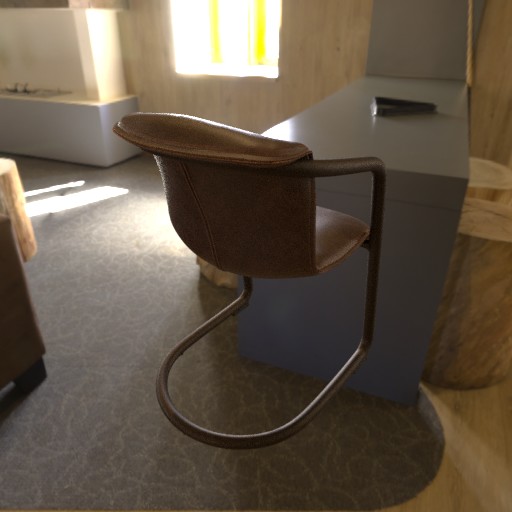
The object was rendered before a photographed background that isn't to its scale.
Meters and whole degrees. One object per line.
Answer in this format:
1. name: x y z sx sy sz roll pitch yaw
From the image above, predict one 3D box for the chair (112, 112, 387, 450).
1. chair: 0.000 0.000 1.233 0.536 0.836 0.664 20 35 32
